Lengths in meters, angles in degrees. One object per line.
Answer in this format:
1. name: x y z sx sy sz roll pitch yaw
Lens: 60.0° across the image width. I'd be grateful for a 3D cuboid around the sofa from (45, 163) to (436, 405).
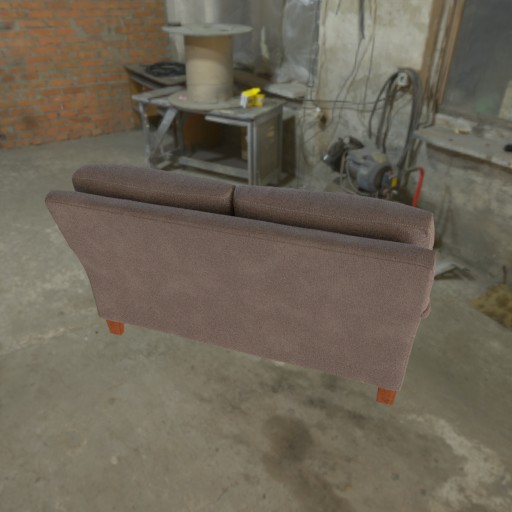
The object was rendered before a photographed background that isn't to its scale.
1. sofa: 0.000 0.000 2.523 1.853 1.101 1.084 10 33 16
